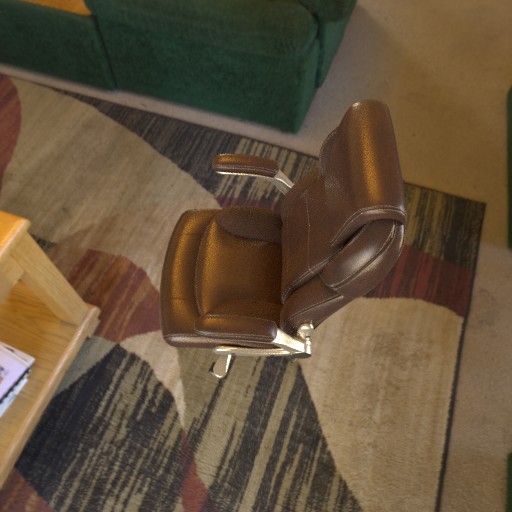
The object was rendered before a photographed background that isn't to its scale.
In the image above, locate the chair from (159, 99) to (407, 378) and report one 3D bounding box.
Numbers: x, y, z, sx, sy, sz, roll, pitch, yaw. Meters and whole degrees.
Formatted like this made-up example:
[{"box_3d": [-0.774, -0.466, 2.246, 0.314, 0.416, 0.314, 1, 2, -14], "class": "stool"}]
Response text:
[{"box_3d": [0.000, 0.000, 1.637, 0.774, 1.160, 0.733, 2, 60, 1], "class": "chair"}]
